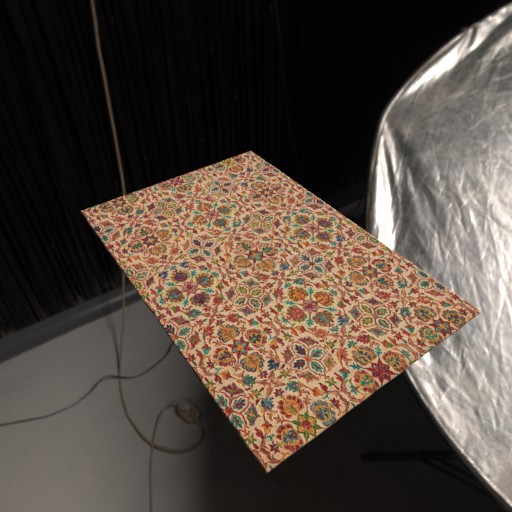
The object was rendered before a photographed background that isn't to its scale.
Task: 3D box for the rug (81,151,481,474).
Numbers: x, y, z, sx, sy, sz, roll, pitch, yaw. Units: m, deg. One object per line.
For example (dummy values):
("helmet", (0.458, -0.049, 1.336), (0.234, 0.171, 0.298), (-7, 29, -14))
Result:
("rug", (0.000, 0.000, 2.905), (1.541, 0.018, 2.297), (-26, 48, -26))
